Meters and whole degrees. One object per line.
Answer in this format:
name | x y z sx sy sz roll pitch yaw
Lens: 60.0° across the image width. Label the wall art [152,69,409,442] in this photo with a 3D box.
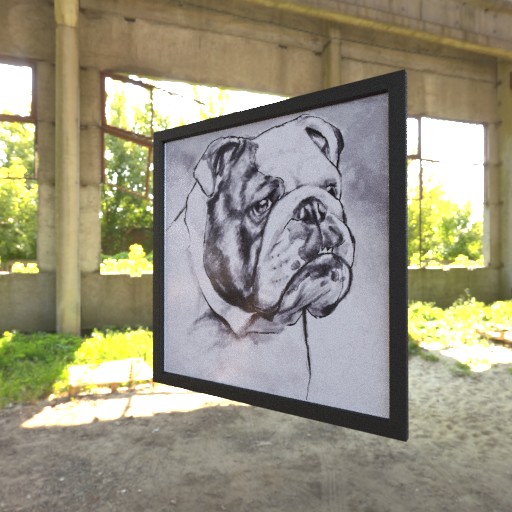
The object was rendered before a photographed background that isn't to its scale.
wall art | 0.000 0.000 0.982 0.663 0.659 0.016 0 -1 36
